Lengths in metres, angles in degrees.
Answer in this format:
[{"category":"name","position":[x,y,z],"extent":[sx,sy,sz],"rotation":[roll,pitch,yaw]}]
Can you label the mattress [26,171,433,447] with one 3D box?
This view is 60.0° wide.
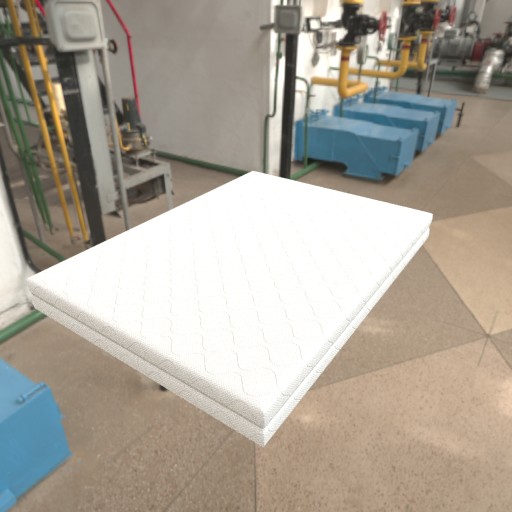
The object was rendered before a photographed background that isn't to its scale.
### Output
[{"category":"mattress","position":[0.000,0.000,2.508],"extent":[1.400,0.200,1.900],"rotation":[19,35,30]}]
